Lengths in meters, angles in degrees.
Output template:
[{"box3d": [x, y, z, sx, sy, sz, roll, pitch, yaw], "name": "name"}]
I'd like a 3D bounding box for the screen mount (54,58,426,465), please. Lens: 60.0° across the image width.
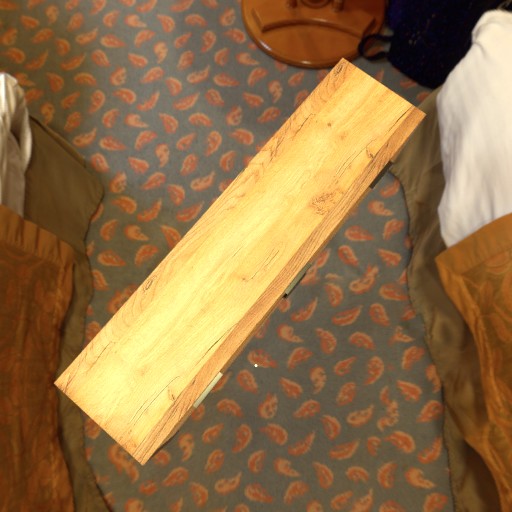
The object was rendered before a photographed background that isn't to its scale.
[{"box3d": [0.000, 0.000, 1.720, 0.395, 0.450, 1.524, 38, 79, 9], "name": "screen mount"}]
